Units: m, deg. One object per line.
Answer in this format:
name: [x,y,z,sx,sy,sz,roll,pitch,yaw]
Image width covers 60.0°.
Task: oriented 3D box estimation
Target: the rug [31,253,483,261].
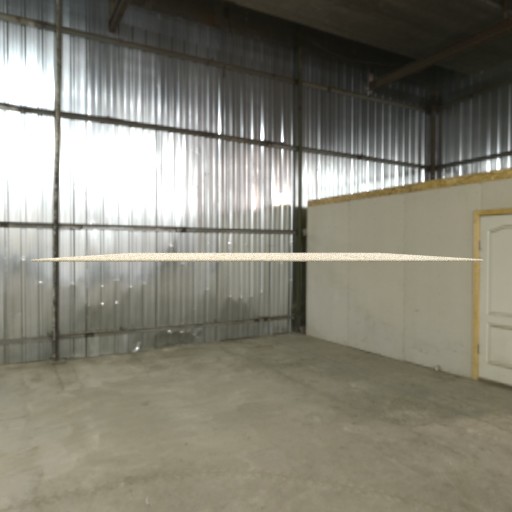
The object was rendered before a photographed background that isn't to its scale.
rug: [0.000,0.000,4.199,3.050,0.015,2.441,0,1,-1]
